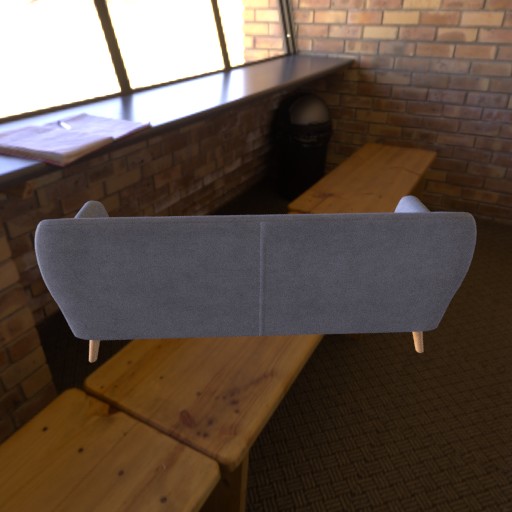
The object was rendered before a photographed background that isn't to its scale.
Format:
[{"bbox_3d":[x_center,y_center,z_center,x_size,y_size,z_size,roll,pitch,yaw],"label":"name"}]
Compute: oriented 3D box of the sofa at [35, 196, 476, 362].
[{"bbox_3d":[0.000,0.000,2.372,1.970,0.830,0.830,-1,30,-2],"label":"sofa"}]
